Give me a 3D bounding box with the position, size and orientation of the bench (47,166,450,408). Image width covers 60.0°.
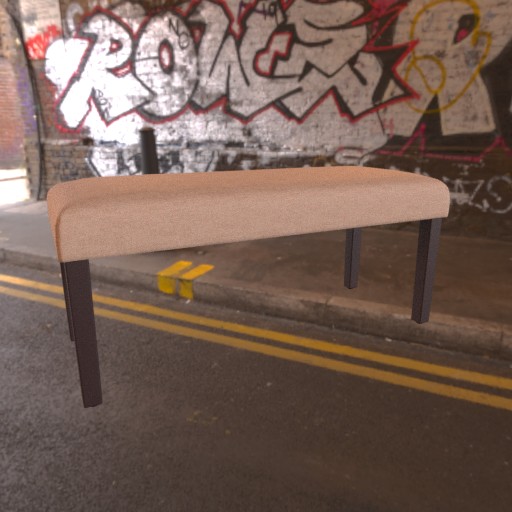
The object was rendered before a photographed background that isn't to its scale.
[{"bbox_3d":[0.000,0.000,1.235,1.013,0.456,0.407,-8,18,-25],"label":"bench"}]
